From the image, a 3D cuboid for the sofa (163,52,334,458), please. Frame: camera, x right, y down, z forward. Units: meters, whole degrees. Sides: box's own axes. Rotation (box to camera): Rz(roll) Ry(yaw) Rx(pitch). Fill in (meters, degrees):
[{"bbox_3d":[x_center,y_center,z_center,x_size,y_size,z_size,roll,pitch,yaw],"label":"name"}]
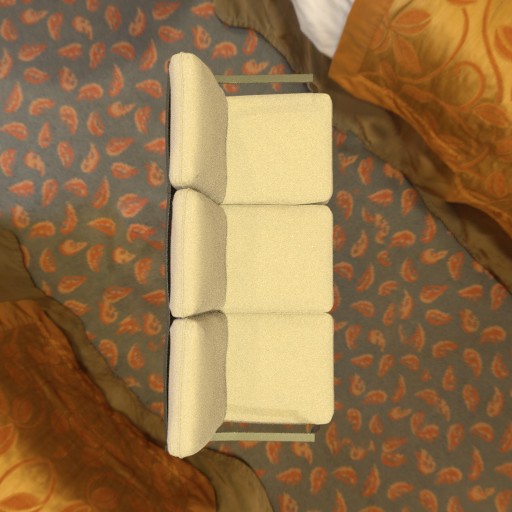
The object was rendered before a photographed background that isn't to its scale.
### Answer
[{"bbox_3d":[0.000,0.000,2.214,0.787,0.860,1.740,0,88,0],"label":"sofa"}]
